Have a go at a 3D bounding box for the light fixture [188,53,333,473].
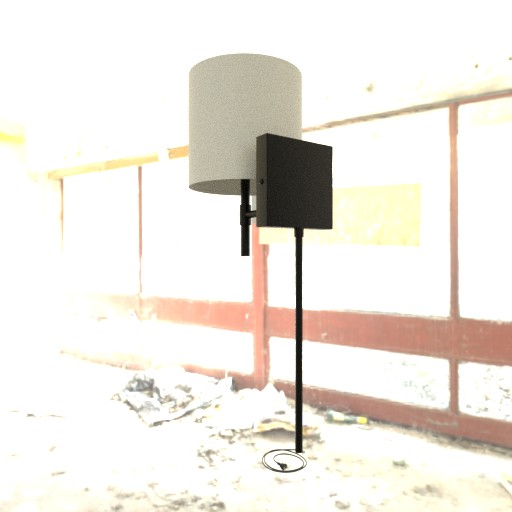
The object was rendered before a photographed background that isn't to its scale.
[{"bbox_3d":[0.000,0.000,0.713,0.188,0.589,0.248,0,0,-36],"label":"light fixture"}]
